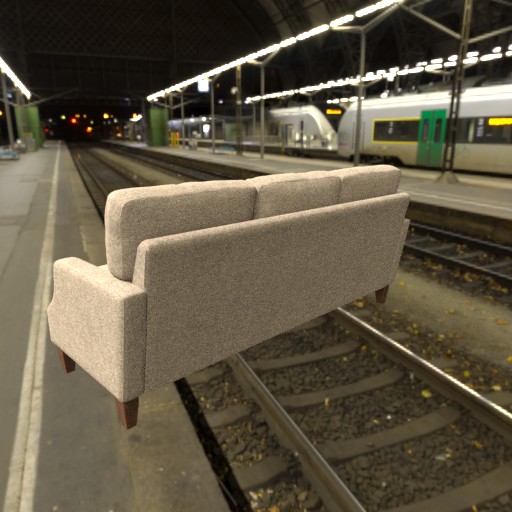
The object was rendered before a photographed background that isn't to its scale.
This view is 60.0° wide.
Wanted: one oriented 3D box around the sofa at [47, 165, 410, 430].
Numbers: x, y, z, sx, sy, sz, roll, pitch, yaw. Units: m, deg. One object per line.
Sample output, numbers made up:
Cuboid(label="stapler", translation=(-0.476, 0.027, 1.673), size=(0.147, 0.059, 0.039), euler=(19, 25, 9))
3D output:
Cuboid(label="sofa", translation=(0.000, 0.000, 2.582), size=(2.115, 0.984, 0.888), euler=(-15, 21, -42))
